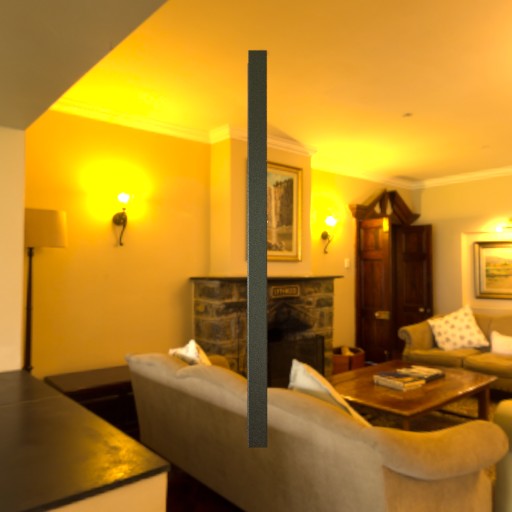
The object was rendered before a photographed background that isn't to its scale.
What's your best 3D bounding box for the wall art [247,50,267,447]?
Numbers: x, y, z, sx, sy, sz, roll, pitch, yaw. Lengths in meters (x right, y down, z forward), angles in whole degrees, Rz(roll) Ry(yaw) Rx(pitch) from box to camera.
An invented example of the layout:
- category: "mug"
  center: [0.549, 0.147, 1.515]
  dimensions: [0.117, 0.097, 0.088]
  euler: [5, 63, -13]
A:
- category: "wall art"
  center: [0.000, 0.000, 0.825]
  dimensions: [0.022, 0.446, 0.659]
  euler: [0, -2, 0]
